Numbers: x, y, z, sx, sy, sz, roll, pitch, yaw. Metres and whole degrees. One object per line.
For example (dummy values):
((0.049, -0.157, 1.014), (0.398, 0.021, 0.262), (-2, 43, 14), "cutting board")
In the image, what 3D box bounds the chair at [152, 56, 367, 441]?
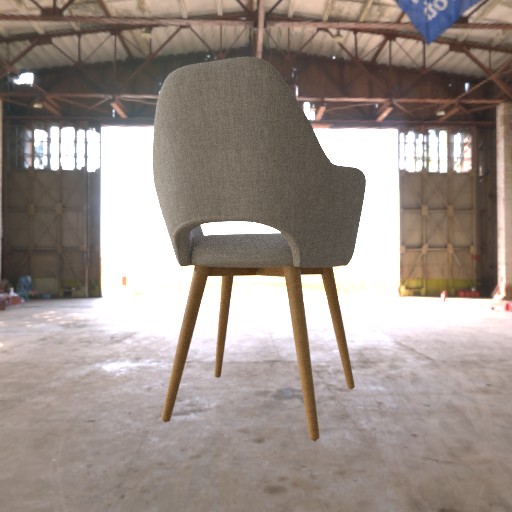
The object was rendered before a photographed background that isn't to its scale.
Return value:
((0.000, 0.000, 1.228), (0.590, 0.840, 0.610), (0, -1, 18), "chair")
